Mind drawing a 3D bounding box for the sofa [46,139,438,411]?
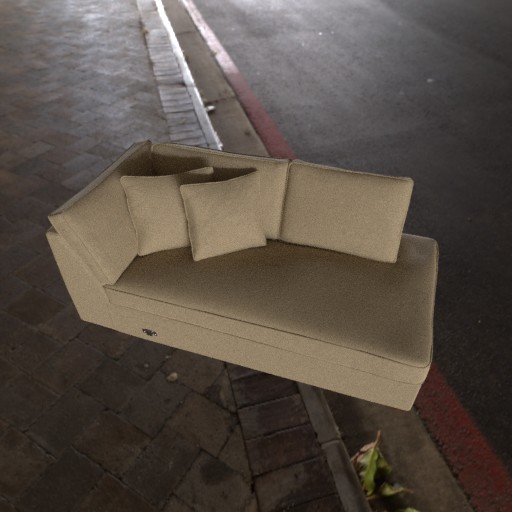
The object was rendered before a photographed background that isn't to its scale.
[{"bbox_3d":[0.000,0.000,2.852,2.237,1.033,1.110,12,43,13],"label":"sofa"}]
